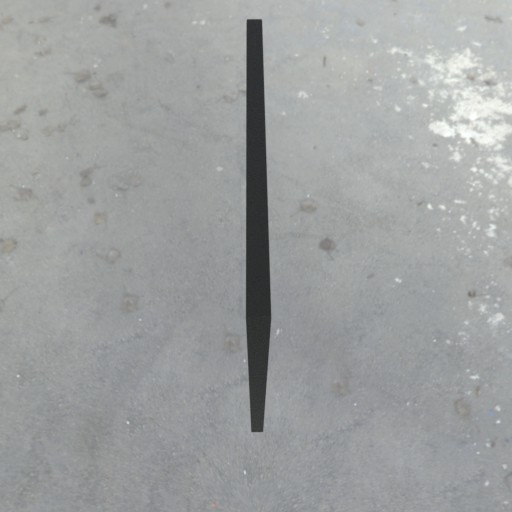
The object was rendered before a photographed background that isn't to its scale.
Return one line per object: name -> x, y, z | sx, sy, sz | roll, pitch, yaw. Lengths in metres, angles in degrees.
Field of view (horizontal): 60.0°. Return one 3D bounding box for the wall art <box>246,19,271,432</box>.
wall art -> 0.000, 0.000, 0.696 | 0.021, 0.508, 0.432 | 0, 58, 0
